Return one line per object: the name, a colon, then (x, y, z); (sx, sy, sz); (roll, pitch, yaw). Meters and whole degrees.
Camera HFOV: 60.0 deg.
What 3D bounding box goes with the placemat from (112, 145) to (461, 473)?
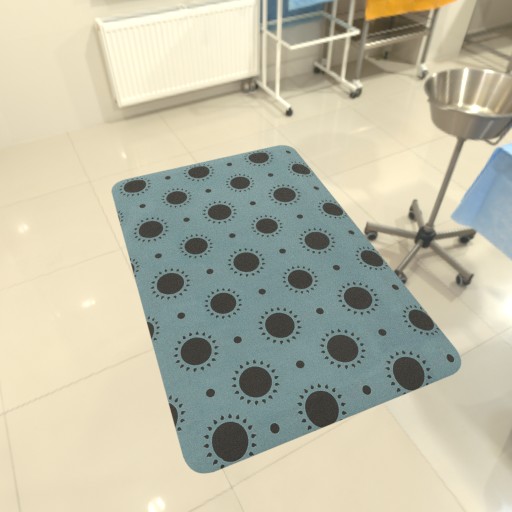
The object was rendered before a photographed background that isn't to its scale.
placemat: (0.000, 0.000, 0.950); (0.508, 0.021, 0.762); (-16, 49, -15)
